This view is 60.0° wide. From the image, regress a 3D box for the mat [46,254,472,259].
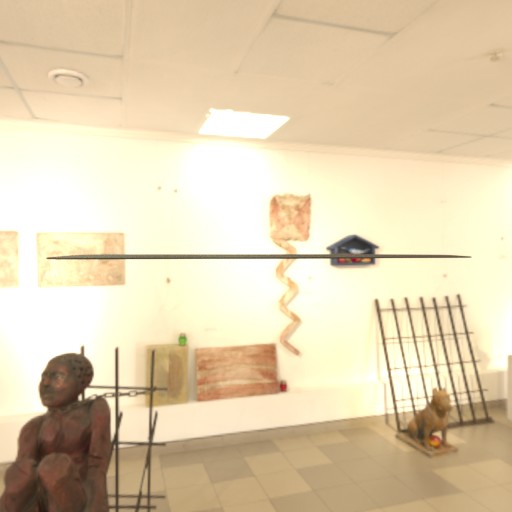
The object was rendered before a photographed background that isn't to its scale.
[{"bbox_3d":[0.000,0.000,1.859,1.524,0.013,0.918,0,0,-18],"label":"mat"}]
